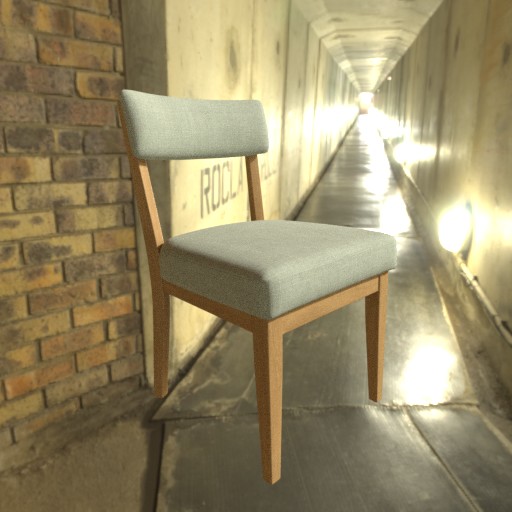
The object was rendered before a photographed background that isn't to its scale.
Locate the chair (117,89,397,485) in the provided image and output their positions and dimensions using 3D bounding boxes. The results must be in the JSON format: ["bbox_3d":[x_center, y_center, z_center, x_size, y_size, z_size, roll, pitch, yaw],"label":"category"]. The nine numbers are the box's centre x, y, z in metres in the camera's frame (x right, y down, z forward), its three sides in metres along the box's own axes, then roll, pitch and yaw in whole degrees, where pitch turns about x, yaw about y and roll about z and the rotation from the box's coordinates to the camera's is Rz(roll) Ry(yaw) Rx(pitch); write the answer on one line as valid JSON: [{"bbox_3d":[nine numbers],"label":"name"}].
[{"bbox_3d":[0.000,0.000,1.178,0.508,0.832,0.572,-15,21,-43],"label":"chair"}]
